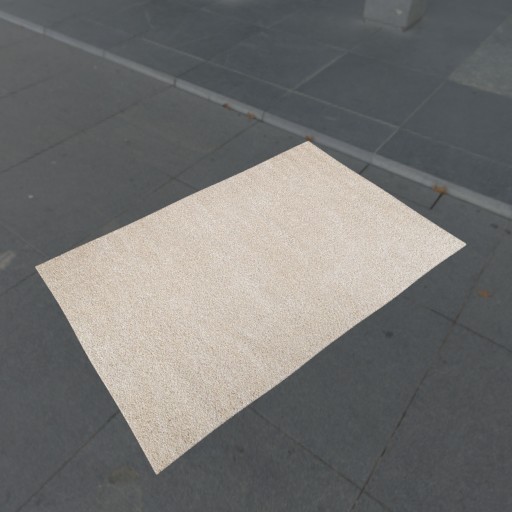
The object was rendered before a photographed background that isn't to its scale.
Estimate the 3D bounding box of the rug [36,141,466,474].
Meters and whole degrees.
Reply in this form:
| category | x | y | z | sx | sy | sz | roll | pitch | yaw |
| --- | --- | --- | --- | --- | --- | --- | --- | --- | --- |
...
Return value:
| category | x | y | z | sx | sy | sz | roll | pitch | yaw |
| --- | --- | --- | --- | --- | --- | --- | --- | --- | --- |
| rug | 0.000 | 0.000 | 3.334 | 2.699 | 0.025 | 1.800 | -30 | 54 | -25 |
